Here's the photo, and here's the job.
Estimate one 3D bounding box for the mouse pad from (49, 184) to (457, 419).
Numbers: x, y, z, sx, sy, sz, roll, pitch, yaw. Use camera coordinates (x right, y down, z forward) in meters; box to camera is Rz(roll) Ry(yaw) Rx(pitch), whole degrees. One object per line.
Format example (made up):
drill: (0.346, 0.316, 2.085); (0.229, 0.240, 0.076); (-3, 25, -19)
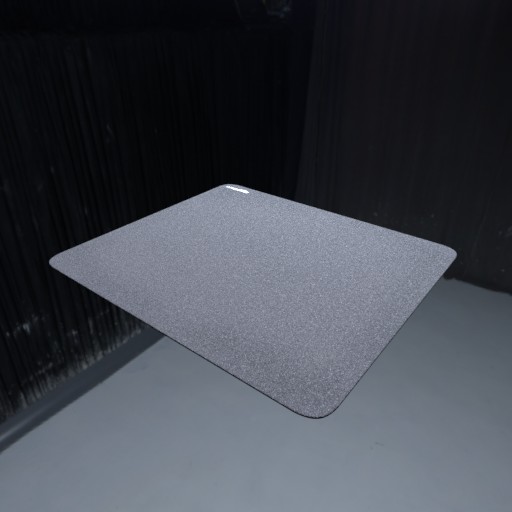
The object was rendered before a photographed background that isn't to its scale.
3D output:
mouse pad: (0.000, 0.000, 0.631); (0.451, 0.002, 0.393); (21, 36, 32)
